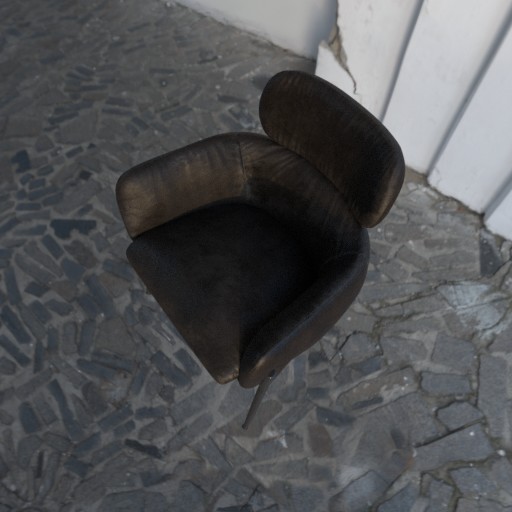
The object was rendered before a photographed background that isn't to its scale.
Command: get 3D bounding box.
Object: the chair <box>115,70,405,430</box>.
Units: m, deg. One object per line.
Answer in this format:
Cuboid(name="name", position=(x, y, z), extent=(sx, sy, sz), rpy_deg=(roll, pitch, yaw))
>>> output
Cuboid(name="chair", position=(0.000, 0.000, 1.281), extent=(0.604, 0.818, 0.640), rpy_deg=(-34, 66, -17))
